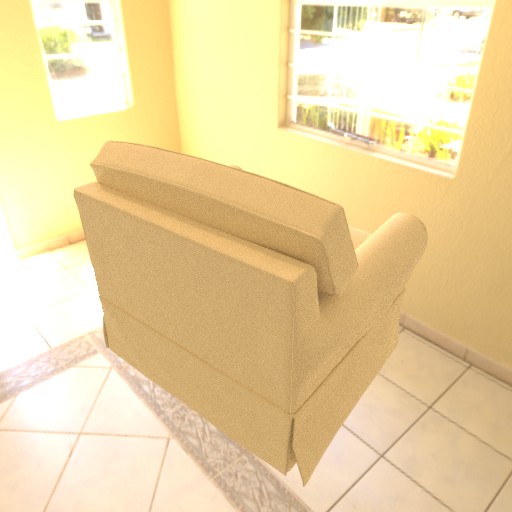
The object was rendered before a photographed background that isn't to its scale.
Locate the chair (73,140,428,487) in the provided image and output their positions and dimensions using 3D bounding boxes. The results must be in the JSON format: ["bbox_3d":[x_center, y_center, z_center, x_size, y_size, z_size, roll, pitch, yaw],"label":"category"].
[{"bbox_3d":[0.000,0.000,1.789,1.099,0.958,0.904,22,38,32],"label":"chair"}]
